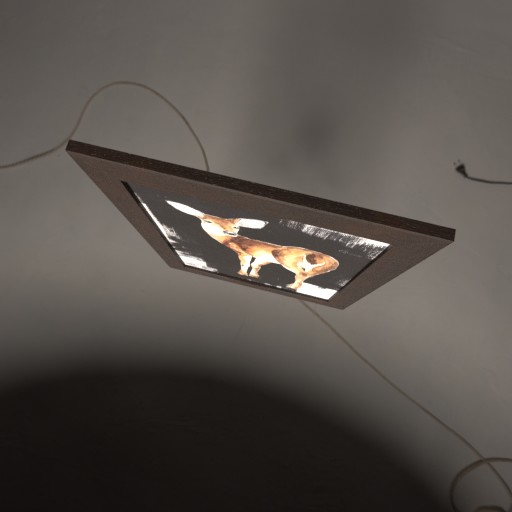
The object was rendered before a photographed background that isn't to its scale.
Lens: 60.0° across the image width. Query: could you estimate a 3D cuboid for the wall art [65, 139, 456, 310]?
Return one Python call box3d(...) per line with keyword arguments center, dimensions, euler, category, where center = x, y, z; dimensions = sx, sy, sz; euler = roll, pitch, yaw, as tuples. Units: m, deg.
box3d(center=(0.000, 0.000, 0.644), dimensions=(0.359, 0.508, 0.013), euler=(14, 77, 3), category="wall art")
